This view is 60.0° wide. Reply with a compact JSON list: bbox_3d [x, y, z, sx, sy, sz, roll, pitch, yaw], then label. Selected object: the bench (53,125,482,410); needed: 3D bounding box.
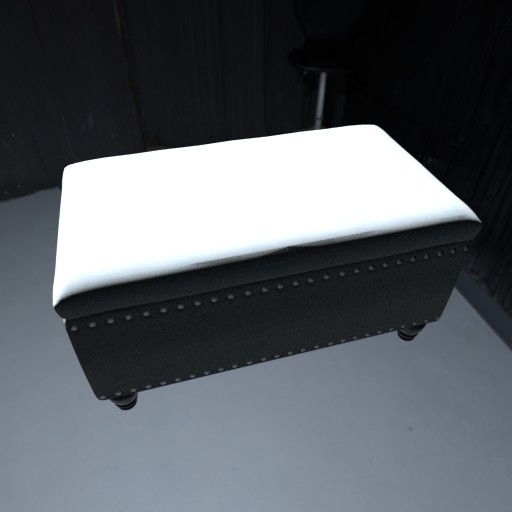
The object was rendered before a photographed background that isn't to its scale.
[{"bbox_3d":[0.000,0.000,1.173,0.887,0.449,0.500,-11,42,-12],"label":"bench"}]
